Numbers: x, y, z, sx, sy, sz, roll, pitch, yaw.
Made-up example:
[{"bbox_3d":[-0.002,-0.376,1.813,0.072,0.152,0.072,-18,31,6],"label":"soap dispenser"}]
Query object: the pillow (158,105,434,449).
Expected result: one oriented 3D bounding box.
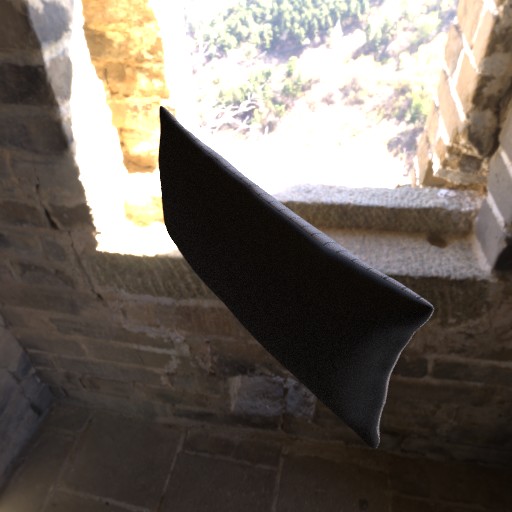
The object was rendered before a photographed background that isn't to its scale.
[{"bbox_3d":[0.000,0.000,0.726,0.151,0.305,0.609,-25,47,-26],"label":"pillow"}]
